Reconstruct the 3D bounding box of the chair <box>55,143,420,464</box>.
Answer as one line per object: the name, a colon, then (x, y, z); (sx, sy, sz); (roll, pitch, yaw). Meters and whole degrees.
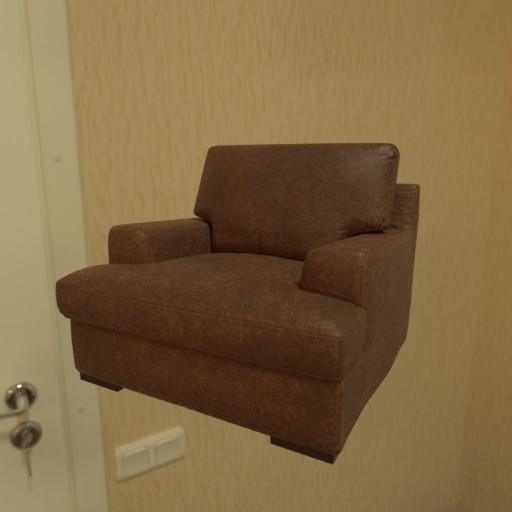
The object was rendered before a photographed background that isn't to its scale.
chair: (0.000, 0.000, 1.874); (1.168, 0.939, 1.143); (7, 14, 28)
